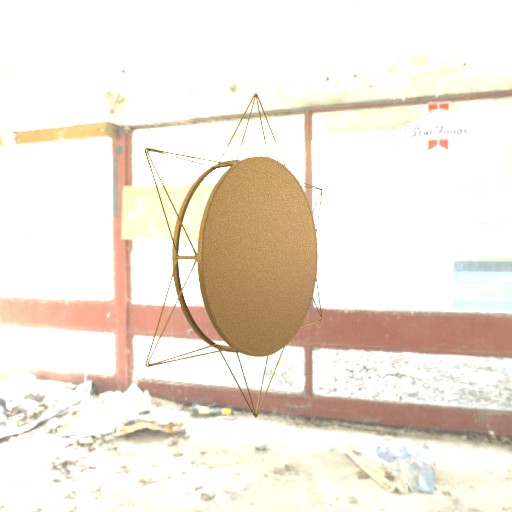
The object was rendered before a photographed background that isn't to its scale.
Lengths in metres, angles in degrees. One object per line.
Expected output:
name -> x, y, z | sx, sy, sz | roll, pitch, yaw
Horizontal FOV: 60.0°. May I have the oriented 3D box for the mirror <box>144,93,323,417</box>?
mirror -> 0.000, 0.000, 0.793 | 0.062, 0.581, 0.498 | 1, 1, 37
